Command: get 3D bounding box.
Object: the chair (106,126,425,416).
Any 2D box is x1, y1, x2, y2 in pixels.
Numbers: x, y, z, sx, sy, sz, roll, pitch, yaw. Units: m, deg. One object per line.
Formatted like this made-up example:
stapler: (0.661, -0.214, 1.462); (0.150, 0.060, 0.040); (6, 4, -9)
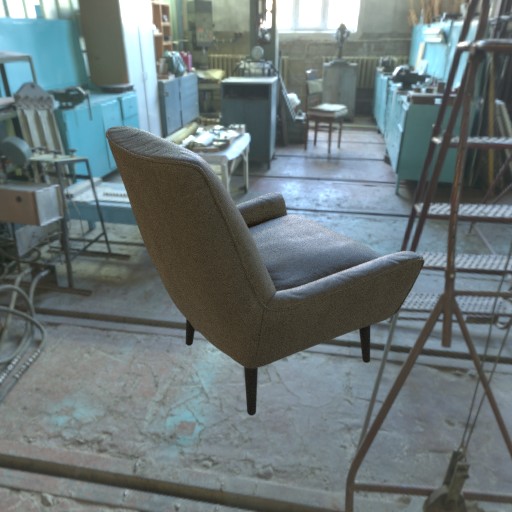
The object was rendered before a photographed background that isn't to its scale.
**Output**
chair: (0.000, 0.000, 1.518); (0.824, 0.888, 0.787); (-18, 32, -31)
